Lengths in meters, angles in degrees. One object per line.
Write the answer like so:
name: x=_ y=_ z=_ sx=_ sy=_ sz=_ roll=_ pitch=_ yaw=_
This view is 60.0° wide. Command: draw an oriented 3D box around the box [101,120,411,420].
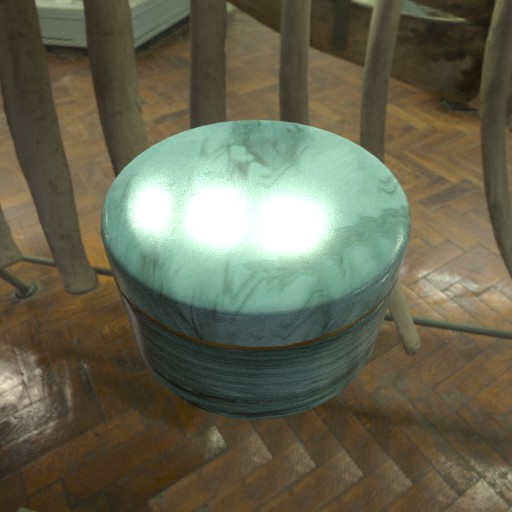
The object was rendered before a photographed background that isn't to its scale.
box: x=0.000 y=0.000 z=0.167 sx=0.101 sy=0.063 sz=0.101 roll=0 pitch=46 yaw=0
